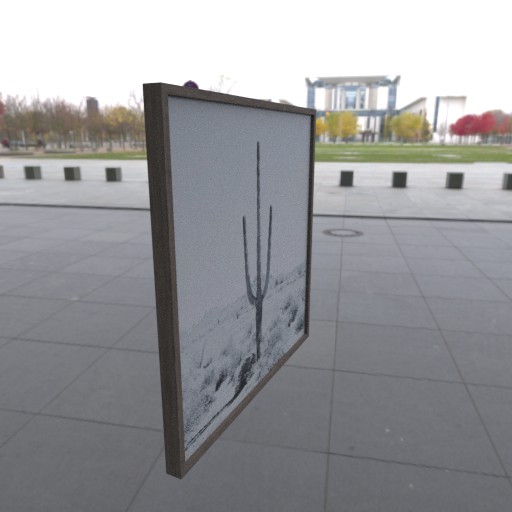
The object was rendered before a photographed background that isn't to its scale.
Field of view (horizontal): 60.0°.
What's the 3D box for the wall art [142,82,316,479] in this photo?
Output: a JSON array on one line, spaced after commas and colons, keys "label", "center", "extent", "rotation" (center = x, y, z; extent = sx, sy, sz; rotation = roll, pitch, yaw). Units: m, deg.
[{"label": "wall art", "center": [0.000, 0.000, 1.147], "extent": [0.038, 0.762, 0.762], "rotation": [7, 16, 26]}]
